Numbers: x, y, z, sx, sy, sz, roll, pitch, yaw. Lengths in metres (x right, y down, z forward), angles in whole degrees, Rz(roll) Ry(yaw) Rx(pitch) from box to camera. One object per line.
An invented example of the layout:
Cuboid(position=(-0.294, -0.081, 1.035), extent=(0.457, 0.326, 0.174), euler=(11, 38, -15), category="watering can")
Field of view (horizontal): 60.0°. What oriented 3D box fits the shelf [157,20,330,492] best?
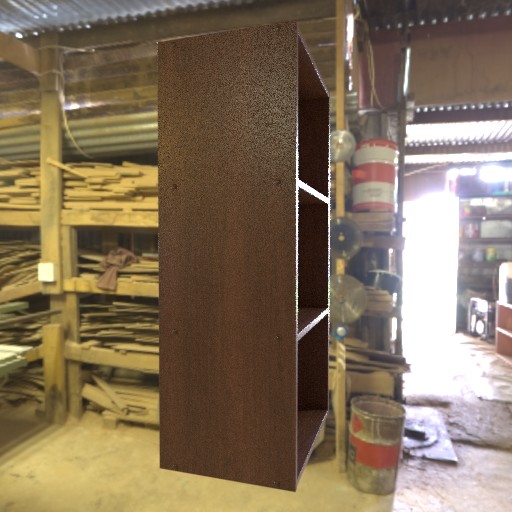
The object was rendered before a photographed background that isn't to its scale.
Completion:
Cuboid(position=(0.000, 0.000, 1.064), extent=(0.290, 0.879, 0.414), euler=(0, 1, 18), category="shelf")
